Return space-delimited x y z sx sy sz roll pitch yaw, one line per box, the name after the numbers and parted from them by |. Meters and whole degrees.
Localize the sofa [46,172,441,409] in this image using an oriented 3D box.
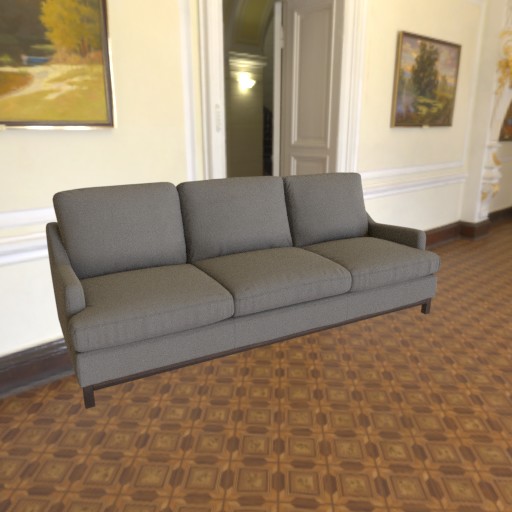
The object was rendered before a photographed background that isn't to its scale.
0.000 0.000 2.821 2.344 0.926 0.987 -9 18 -27 | sofa
